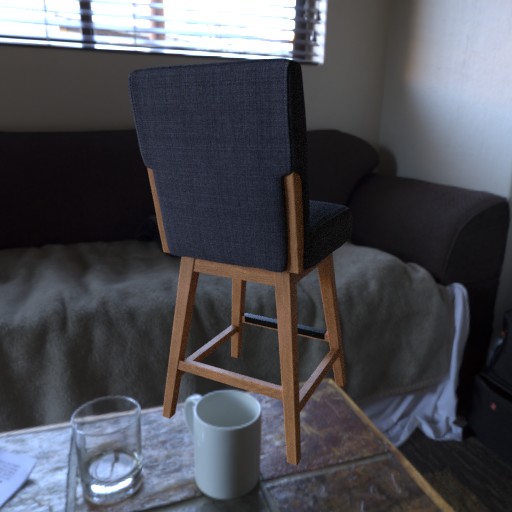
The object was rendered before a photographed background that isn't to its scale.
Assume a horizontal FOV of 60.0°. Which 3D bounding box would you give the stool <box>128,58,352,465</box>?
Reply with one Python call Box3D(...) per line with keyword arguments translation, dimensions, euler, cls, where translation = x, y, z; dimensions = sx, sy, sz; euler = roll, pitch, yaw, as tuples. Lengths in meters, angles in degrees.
Box3D(translation=(0.000, 0.000, 1.318), dimensions=(0.459, 1.010, 0.526), euler=(8, 18, 26), cls="stool")
